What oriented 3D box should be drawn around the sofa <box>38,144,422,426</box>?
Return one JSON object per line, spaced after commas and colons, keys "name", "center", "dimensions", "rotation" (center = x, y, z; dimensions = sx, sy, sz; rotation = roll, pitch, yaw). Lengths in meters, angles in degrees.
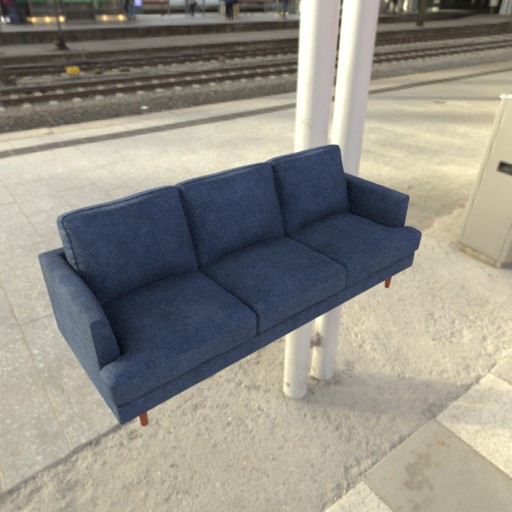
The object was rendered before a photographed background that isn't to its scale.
{"name": "sofa", "center": [0.000, 0.000, 2.714], "dimensions": [2.246, 0.930, 0.903], "rotation": [-22, 37, -33]}
